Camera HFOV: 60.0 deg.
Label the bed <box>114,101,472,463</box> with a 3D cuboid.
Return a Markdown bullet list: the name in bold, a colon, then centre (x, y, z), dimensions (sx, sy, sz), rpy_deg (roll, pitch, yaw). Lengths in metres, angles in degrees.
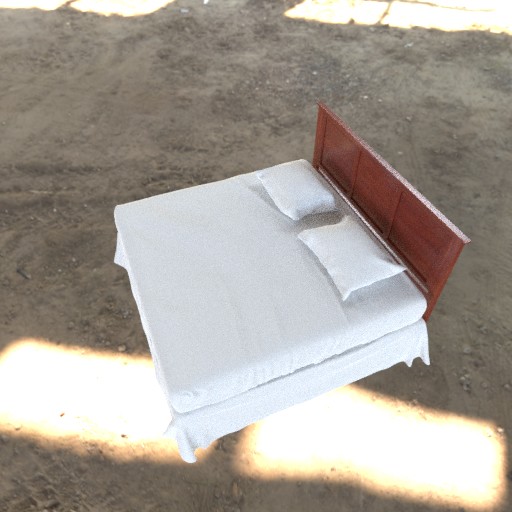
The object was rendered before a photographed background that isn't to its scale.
- **bed**: centre (0.000, 0.000, 3.635), dimensions (2.219, 1.271, 2.314), rpy_deg (-17, 49, -15)
